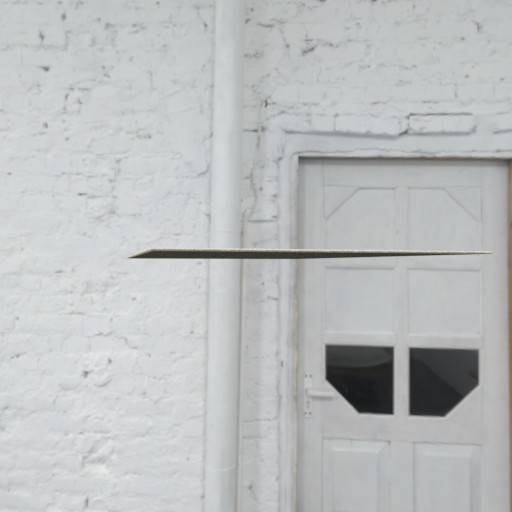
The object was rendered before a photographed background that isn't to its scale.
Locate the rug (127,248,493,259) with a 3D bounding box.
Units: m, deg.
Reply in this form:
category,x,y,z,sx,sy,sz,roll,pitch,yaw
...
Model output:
category,x,y,z,sx,sy,sz,roll,pitch,yaw
rug,0.000,0.000,2.858,1.524,0.011,2.286,0,-1,-18
